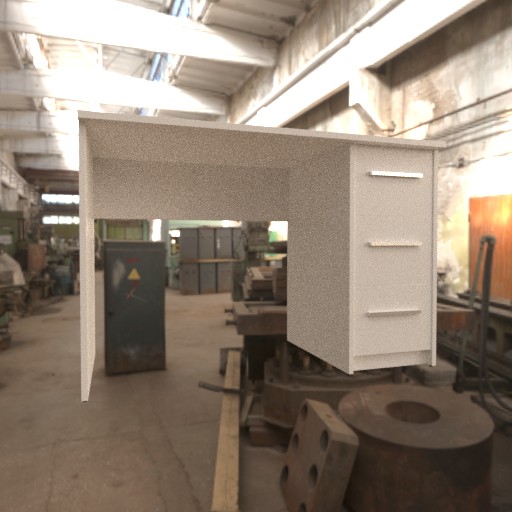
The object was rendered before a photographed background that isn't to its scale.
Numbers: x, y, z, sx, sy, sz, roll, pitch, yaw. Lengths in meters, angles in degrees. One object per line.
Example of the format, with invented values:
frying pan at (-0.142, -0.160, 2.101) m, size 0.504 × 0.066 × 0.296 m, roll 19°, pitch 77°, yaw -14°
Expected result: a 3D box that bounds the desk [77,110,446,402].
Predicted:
desk at (0.000, 0.000, 1.524) m, size 1.097 × 0.735 × 0.560 m, roll 0°, pitch 2°, yaw -18°
